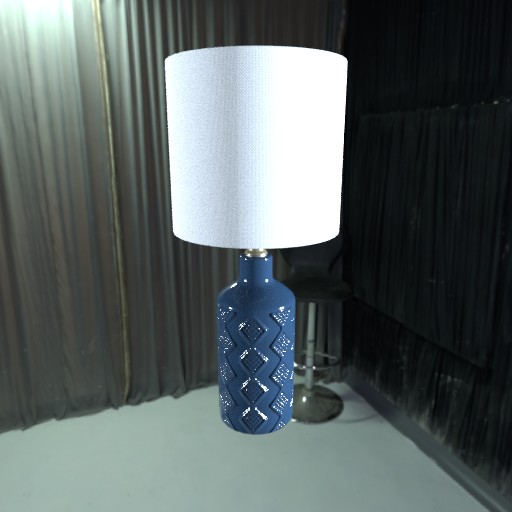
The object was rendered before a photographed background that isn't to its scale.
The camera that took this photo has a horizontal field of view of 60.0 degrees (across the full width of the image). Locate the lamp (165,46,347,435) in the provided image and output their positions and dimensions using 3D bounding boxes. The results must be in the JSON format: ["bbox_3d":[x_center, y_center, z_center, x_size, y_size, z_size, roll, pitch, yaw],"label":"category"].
[{"bbox_3d":[0.000,0.000,0.572,0.207,0.461,0.207,-7,17,-25],"label":"lamp"}]
